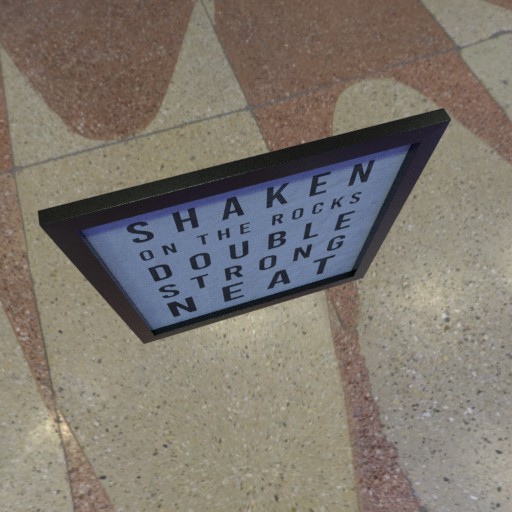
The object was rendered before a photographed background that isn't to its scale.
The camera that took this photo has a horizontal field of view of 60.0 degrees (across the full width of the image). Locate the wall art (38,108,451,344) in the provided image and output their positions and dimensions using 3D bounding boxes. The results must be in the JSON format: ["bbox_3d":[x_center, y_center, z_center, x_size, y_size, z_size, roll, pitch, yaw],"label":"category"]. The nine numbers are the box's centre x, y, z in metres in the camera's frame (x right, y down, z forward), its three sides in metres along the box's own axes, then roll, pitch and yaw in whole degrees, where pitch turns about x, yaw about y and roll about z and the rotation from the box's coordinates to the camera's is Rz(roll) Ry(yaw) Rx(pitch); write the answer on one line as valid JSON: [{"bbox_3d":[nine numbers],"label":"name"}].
[{"bbox_3d":[0.000,0.000,0.519,0.349,0.349,0.014,-16,65,-8],"label":"wall art"}]
